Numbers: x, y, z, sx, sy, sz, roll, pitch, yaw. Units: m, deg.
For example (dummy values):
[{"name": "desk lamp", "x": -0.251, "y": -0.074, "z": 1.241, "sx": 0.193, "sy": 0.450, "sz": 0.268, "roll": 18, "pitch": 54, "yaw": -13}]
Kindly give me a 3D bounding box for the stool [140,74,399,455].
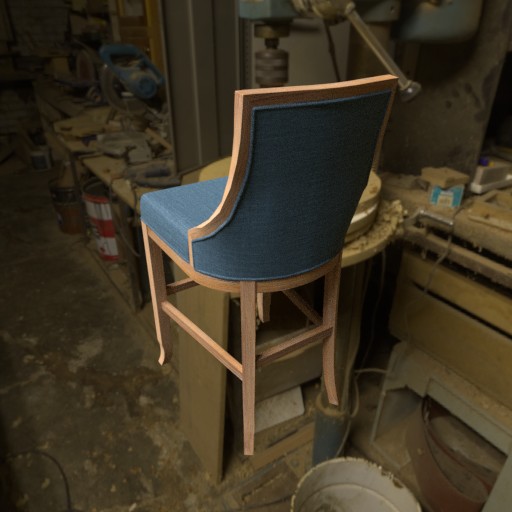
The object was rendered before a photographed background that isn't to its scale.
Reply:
[{"name": "stool", "x": 0.000, "y": 0.000, "z": 1.411, "sx": 0.524, "sy": 1.101, "sz": 0.626, "roll": -18, "pitch": 34, "yaw": -29}]
